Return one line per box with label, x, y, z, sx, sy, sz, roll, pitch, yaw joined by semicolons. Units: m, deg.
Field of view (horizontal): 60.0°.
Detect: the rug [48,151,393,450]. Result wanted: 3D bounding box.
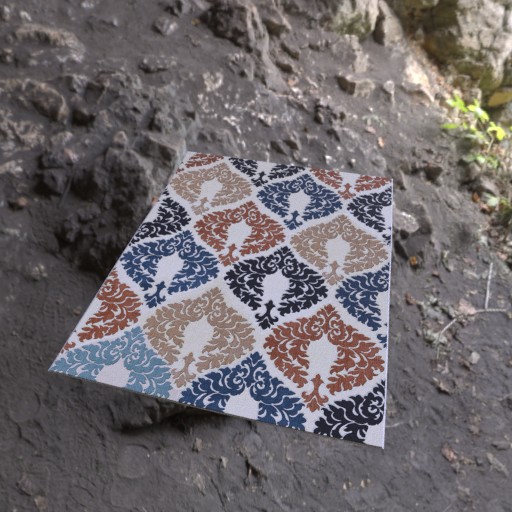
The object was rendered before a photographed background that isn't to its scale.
rug;0.000;0.000;4.078;2.423;0.014;3.040;10;46;9
